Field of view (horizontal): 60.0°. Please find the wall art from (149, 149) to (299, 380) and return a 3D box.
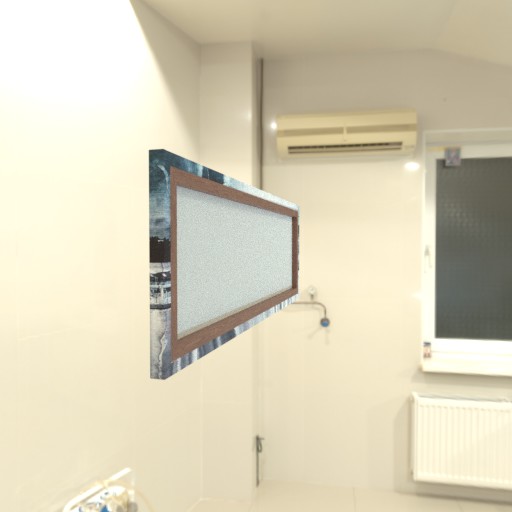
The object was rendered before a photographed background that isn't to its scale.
[{"bbox_3d":[0.000,0.000,1.707,0.037,0.509,1.524,0,2,17],"label":"wall art"}]
